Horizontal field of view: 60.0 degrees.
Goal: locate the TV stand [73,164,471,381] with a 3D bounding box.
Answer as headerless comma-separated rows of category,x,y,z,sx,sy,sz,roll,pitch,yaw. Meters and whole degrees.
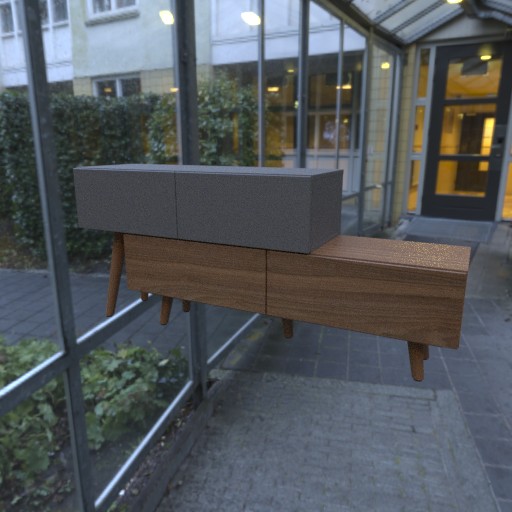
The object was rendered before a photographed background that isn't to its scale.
TV stand,0.000,0.000,1.546,1.336,0.591,0.329,7,16,26
